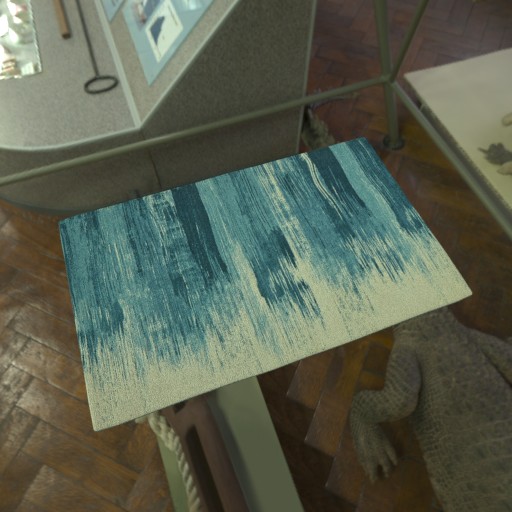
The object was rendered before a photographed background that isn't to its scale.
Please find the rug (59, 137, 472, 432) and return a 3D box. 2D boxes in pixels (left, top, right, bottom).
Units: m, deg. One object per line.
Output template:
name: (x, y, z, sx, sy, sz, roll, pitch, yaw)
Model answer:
rug: (0.000, 0.000, 3.006, 2.450, 0.027, 1.540, -17, 60, -10)
